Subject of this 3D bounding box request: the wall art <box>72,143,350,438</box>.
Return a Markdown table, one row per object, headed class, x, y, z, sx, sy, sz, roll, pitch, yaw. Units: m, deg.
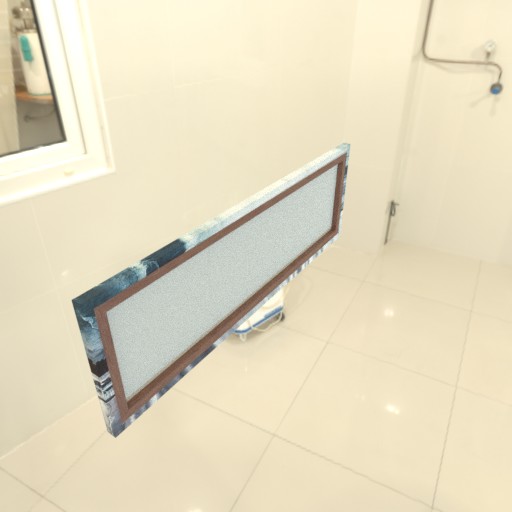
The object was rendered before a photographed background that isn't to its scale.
| class | x | y | z | sx | sy | sz | roll | pitch | yaw |
| --- | --- | --- | --- | --- | --- | --- | --- | --- | --- |
| wall art | 0.000 | 0.000 | 1.742 | 0.037 | 0.509 | 1.524 | 20 | 37 | 29 |
